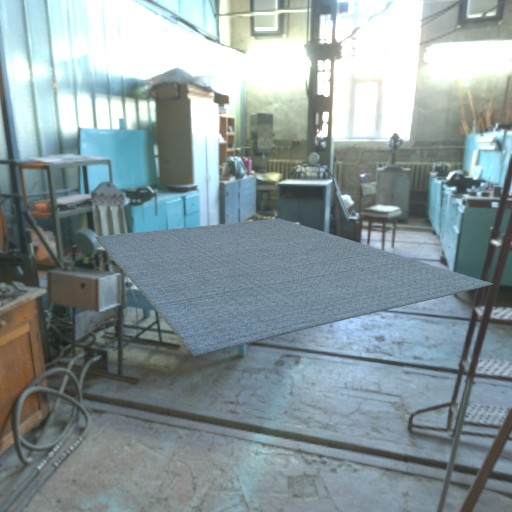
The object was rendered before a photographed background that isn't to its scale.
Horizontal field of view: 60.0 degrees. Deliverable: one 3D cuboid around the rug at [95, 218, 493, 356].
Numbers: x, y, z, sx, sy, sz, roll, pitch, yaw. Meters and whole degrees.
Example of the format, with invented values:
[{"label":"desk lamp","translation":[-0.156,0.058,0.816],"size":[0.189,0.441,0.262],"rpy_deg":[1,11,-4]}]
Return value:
[{"label":"rug","translation":[0.000,0.000,4.200],"size":[2.443,0.007,3.200],"rpy_deg":[-8,17,-27]}]
